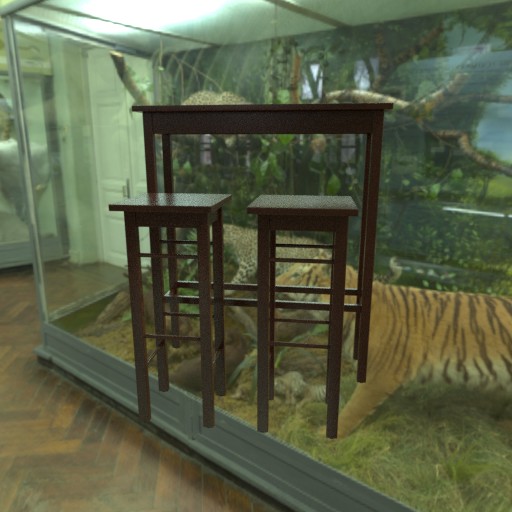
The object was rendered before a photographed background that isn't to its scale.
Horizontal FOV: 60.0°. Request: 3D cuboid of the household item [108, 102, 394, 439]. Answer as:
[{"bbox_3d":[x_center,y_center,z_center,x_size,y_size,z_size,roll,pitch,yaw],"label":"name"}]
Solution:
[{"bbox_3d":[0.000,0.000,1.633,0.914,1.067,0.676,2,14,8],"label":"household item"}]
